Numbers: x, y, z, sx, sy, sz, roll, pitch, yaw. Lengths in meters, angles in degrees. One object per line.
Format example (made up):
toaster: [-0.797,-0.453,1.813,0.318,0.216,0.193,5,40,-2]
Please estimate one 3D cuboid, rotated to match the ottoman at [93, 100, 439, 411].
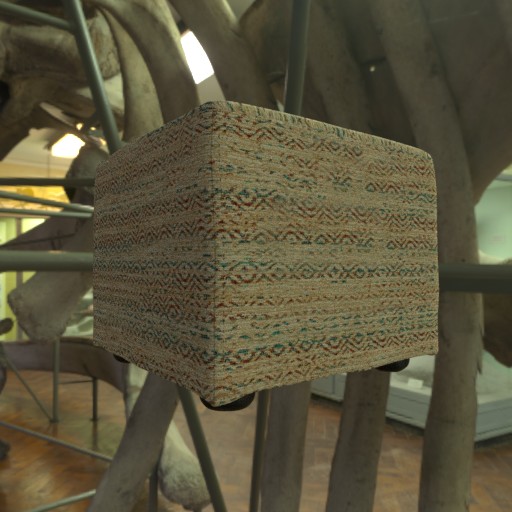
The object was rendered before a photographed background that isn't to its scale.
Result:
ottoman: [0.000,0.000,0.905,0.521,0.453,0.512,1,-1,-36]
